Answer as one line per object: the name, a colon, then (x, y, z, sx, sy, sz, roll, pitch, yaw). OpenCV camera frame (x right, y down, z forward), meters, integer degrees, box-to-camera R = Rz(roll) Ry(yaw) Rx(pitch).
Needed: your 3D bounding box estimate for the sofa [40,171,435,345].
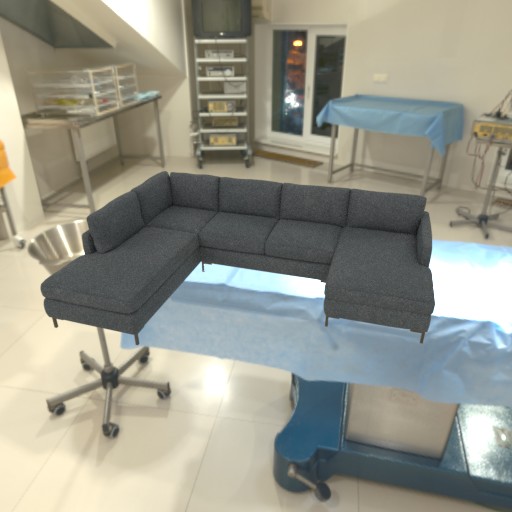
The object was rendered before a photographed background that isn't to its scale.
sofa: (0.000, 0.000, 3.899, 2.956, 0.813, 2.007, 8, 29, 15)
